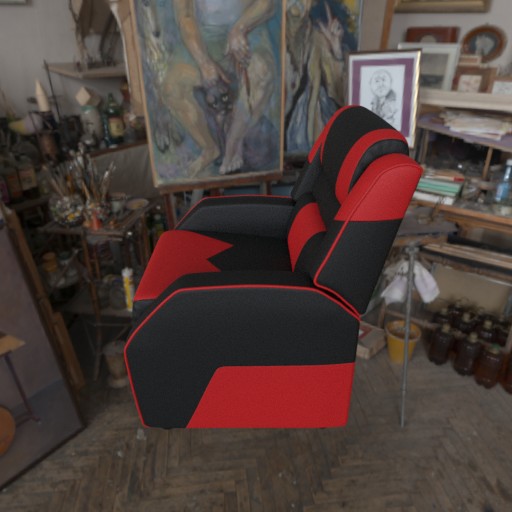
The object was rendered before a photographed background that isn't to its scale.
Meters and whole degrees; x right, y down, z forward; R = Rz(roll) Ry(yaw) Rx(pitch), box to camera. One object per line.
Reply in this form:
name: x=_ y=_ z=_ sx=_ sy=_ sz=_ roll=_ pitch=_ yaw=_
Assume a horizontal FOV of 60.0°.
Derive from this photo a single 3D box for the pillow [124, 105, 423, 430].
pillow: x=0.000 y=0.000 z=1.310 sx=0.672 sy=0.805 sz=0.620 roll=0 pitch=28 yaw=0
